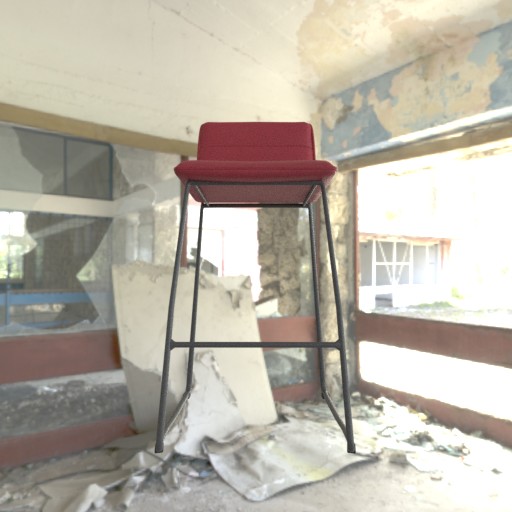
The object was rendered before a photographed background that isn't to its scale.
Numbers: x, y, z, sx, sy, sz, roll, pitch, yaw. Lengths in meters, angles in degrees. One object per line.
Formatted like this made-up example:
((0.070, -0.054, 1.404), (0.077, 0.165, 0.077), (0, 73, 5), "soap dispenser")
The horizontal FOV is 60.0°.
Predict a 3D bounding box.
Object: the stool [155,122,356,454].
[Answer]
((0.000, 0.000, 1.279), (0.489, 0.937, 0.524), (0, -2, 0), "stool")
